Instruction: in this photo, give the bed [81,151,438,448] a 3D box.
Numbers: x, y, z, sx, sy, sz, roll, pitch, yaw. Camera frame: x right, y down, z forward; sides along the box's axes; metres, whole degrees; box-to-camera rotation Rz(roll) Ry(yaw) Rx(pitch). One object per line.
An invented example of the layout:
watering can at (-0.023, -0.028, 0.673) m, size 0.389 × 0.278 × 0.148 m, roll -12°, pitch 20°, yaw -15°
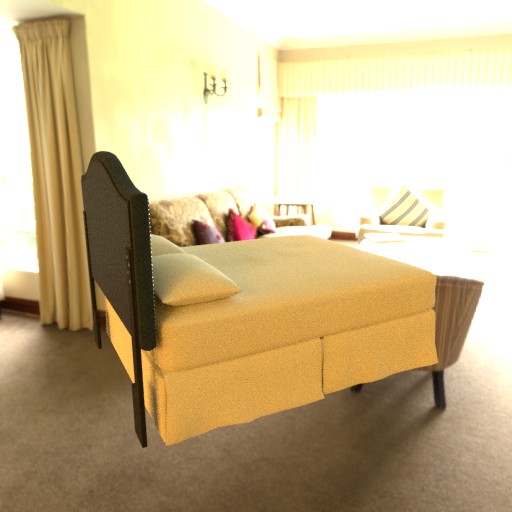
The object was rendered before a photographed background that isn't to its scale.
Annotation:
bed at (0.000, 0.000, 3.274) m, size 2.153 × 1.518 × 1.713 m, roll -7°, pitch 16°, yaw -28°
